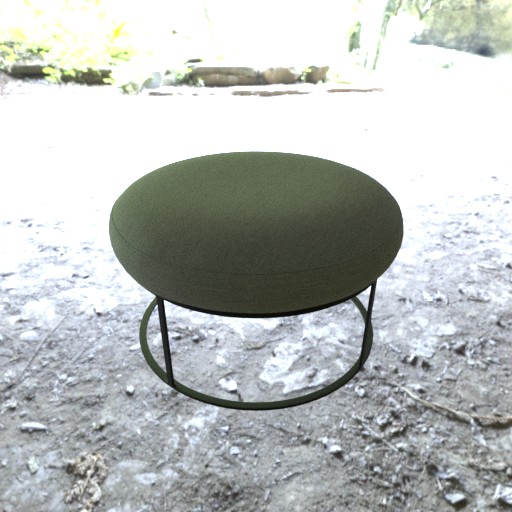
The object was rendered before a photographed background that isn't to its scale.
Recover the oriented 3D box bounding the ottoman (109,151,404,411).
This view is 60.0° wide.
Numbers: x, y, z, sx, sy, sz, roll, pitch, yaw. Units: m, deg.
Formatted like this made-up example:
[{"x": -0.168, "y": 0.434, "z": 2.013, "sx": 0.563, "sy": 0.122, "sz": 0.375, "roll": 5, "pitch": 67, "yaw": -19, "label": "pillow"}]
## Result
[{"x": 0.000, "y": 0.000, "z": 1.262, "sx": 0.769, "sy": 0.459, "sz": 0.769, "roll": 0, "pitch": 30, "yaw": 0, "label": "ottoman"}]
